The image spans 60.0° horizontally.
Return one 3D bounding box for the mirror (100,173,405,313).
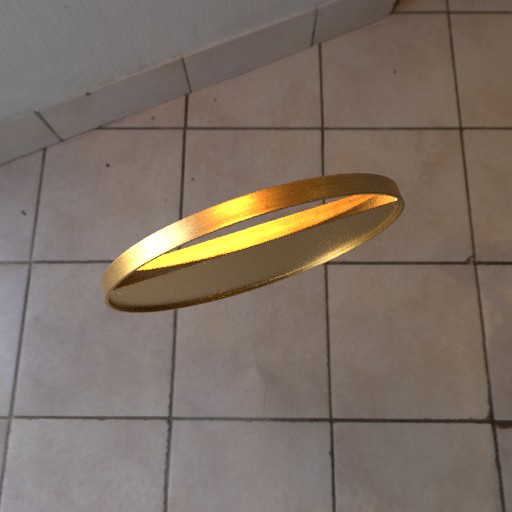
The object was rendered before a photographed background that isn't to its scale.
[{"bbox_3d":[0.000,0.000,0.842,0.565,0.565,0.032,-18,77,-4],"label":"mirror"}]
